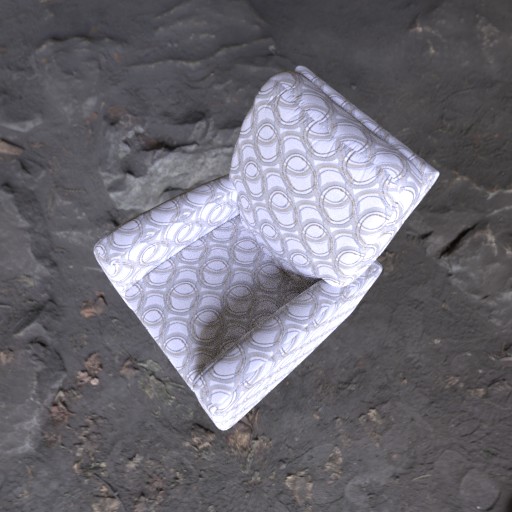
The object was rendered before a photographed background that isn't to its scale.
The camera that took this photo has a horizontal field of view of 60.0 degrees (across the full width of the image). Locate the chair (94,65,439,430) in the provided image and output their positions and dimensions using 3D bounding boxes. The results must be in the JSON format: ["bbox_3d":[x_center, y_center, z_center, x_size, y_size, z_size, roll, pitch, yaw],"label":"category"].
[{"bbox_3d":[0.000,0.000,1.743,0.995,1.065,0.796,-36,68,-17],"label":"chair"}]
